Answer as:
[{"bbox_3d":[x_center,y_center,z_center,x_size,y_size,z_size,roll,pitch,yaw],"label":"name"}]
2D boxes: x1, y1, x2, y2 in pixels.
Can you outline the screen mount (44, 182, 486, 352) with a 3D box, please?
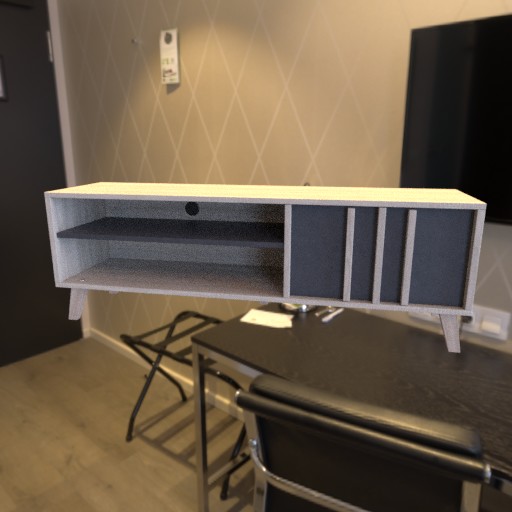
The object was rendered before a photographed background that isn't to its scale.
[{"bbox_3d":[0.000,0.000,1.734,1.500,0.509,0.401,3,15,11],"label":"screen mount"}]
